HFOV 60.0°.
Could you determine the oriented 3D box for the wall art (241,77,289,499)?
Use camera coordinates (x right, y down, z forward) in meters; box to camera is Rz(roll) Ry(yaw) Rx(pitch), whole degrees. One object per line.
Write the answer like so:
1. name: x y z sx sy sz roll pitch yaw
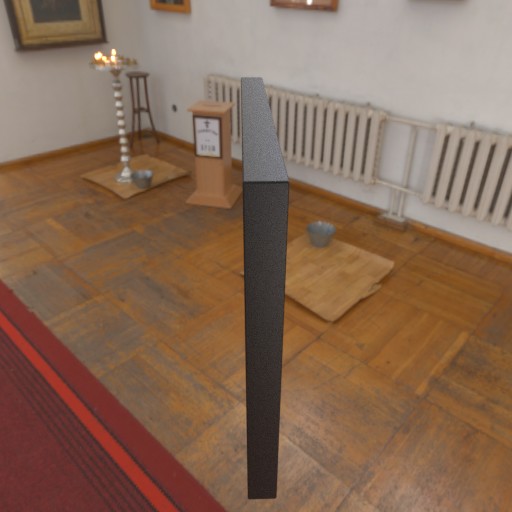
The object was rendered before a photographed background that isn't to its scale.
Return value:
1. wall art: 0.000 0.000 0.514 0.028 0.330 0.380 -1 31 -2
